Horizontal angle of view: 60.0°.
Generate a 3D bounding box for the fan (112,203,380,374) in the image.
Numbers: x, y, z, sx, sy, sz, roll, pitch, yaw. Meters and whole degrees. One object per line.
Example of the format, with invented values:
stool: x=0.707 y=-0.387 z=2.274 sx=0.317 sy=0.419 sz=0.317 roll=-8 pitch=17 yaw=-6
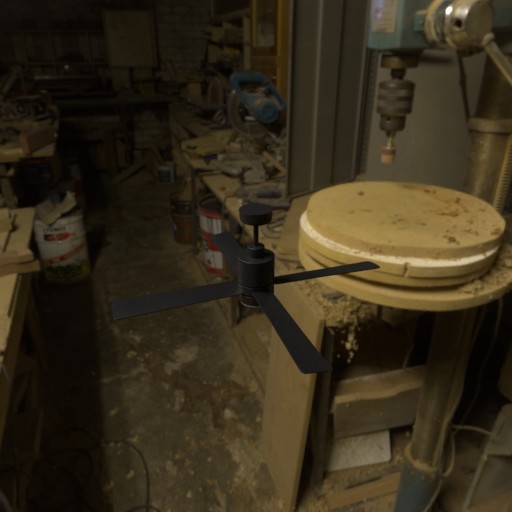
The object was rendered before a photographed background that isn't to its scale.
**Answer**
fan: x=0.000 y=0.000 z=2.374 sx=1.525 sy=0.534 sz=1.525 roll=-9 pitch=27 yaw=-17
